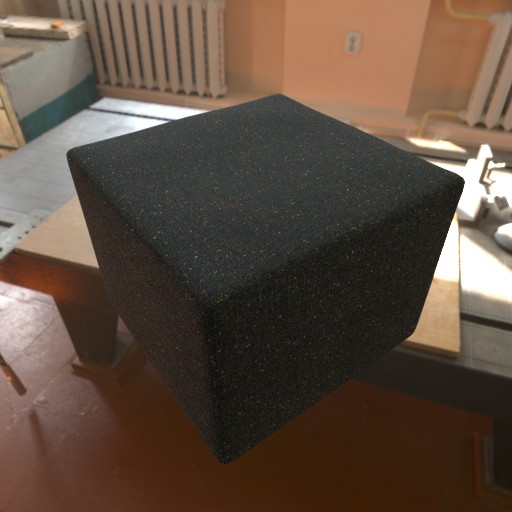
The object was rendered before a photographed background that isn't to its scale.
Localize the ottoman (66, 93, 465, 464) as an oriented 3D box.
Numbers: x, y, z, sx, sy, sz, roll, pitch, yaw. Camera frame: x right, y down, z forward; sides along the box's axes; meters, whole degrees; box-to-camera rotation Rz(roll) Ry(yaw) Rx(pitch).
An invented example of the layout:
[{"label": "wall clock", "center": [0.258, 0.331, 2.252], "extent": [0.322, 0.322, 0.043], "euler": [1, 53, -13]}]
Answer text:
[{"label": "ottoman", "center": [0.000, 0.000, 0.878], "extent": [0.508, 0.432, 0.508], "euler": [-25, 45, -27]}]
